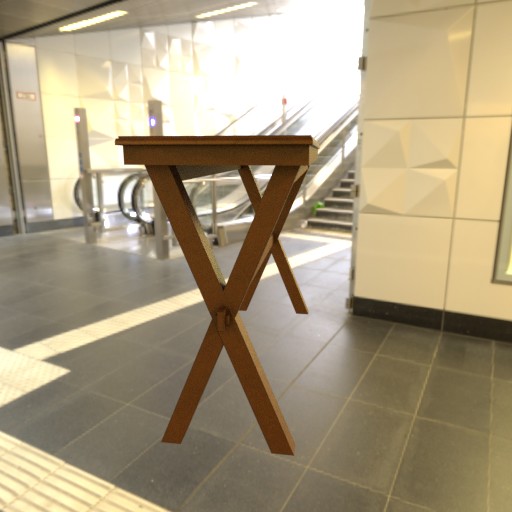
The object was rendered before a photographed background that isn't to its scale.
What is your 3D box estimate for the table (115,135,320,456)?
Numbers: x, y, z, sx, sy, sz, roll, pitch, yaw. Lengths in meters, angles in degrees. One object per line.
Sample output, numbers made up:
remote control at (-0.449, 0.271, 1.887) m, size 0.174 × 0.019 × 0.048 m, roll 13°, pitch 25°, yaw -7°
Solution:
table at (0.000, 0.000, 1.531) m, size 0.399 × 0.763 × 1.197 m, roll 2°, pitch 13°, yaw 8°
